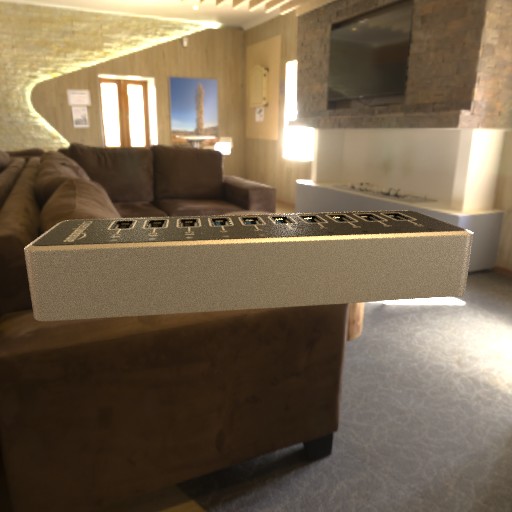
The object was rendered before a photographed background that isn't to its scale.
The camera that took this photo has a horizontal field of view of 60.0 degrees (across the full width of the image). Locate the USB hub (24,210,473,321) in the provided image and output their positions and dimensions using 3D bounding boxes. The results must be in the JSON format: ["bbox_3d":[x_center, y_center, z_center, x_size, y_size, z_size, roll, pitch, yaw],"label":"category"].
[{"bbox_3d":[0.000,0.000,0.162,0.145,0.023,0.044,-2,16,-8],"label":"USB hub"}]
